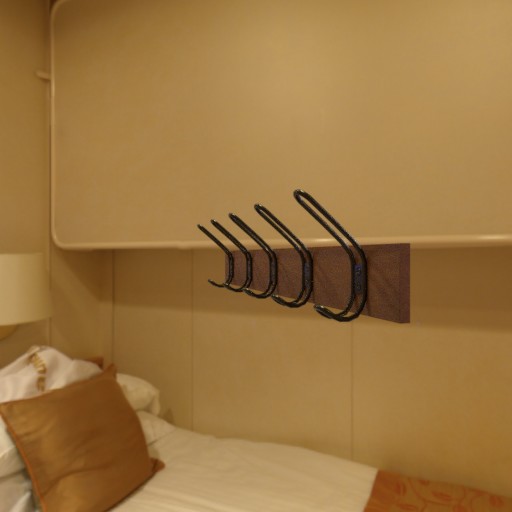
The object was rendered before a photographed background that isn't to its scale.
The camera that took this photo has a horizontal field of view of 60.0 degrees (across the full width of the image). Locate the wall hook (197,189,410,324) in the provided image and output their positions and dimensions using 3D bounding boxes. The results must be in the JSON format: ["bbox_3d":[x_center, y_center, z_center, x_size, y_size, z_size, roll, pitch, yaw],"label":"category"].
[{"bbox_3d":[0.000,0.000,0.607,0.076,0.116,0.554,0,0,-18],"label":"wall hook"}]
